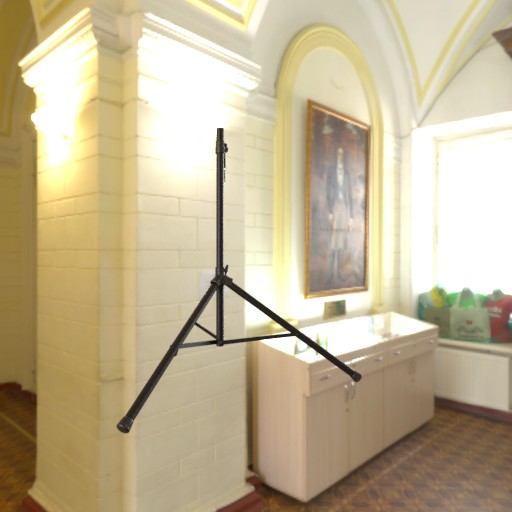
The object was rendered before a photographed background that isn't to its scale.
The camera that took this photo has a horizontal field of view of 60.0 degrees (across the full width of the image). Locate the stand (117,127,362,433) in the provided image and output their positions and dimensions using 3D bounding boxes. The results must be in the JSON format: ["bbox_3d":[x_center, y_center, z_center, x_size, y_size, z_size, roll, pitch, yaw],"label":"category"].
[{"bbox_3d":[0.000,0.000,2.770,1.339,1.595,1.596,0,0,-1],"label":"stand"}]
